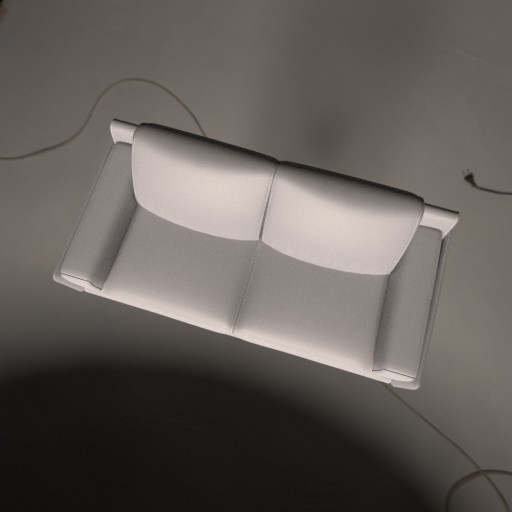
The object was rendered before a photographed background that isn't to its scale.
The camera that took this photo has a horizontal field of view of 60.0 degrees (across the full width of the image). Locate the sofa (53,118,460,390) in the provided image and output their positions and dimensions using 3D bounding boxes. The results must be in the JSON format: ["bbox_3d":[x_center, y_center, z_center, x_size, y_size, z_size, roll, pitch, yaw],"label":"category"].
[{"bbox_3d":[0.000,0.000,2.603,2.100,0.900,0.969,16,77,4],"label":"sofa"}]
